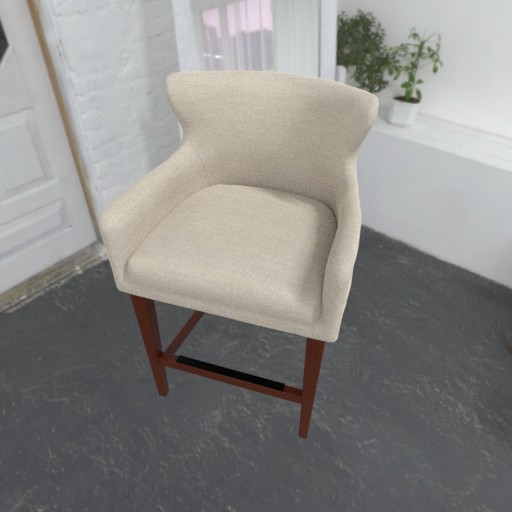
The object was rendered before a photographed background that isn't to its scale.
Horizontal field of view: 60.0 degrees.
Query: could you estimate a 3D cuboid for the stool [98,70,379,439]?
[{"bbox_3d":[0.000,0.000,1.394,0.615,0.987,0.637,12,42,13],"label":"stool"}]
